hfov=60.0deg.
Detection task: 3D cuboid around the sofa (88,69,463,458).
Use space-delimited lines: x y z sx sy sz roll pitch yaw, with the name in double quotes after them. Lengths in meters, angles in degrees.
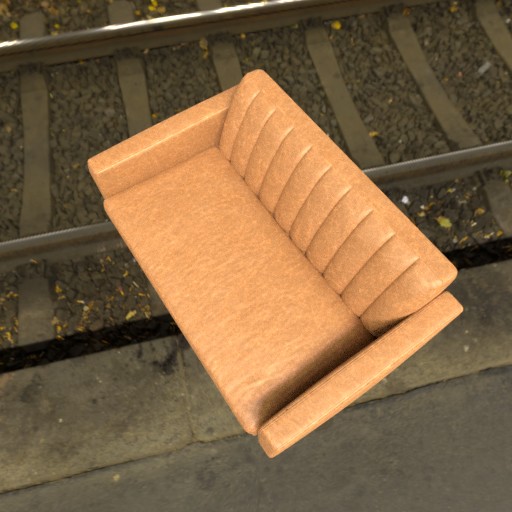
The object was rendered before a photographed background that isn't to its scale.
0.000 0.000 2.113 0.960 0.820 1.549 -32 68 -14 "sofa"
